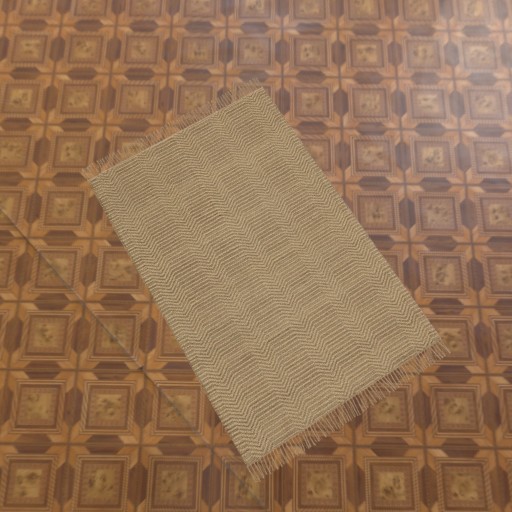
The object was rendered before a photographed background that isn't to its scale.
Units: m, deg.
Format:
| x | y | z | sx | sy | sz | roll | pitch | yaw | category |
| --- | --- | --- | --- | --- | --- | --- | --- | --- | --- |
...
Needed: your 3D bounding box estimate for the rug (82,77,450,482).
| x | y | z | sx | sy | sz | roll | pitch | yaw | category |
| --- | --- | --- | --- | --- | --- | --- | --- | --- | --- |
| 0.000 | 0.000 | 3.126 | 1.528 | 0.034 | 2.523 | -31 | 77 | -8 | rug |
